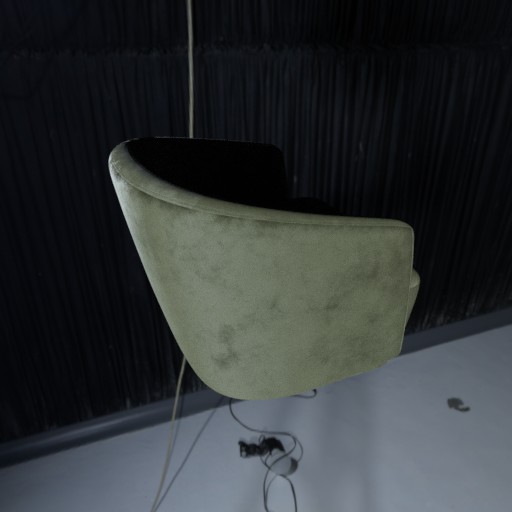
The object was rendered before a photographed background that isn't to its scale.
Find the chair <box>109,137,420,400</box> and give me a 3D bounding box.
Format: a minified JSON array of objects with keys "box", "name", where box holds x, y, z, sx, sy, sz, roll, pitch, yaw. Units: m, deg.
[{"box":[0.000,0.000,1.355,0.767,0.698,0.773,-11,30,-19],"name":"chair"}]
